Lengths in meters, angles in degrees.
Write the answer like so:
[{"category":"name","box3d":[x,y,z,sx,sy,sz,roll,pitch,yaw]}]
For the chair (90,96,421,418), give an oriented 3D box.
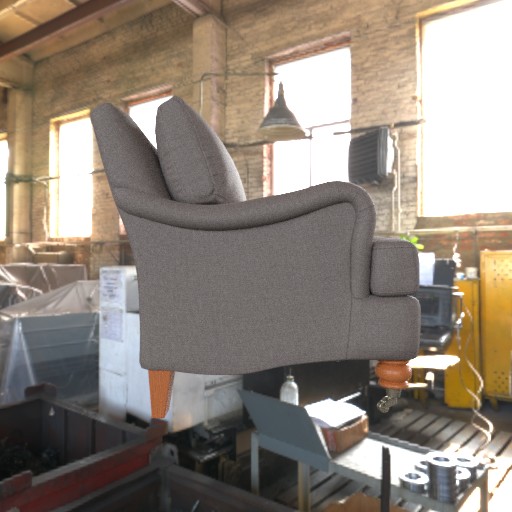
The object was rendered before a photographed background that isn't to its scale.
[{"category":"chair","box3d":[0.000,0.000,1.825,1.070,1.038,0.955,0,-1,-1]}]
